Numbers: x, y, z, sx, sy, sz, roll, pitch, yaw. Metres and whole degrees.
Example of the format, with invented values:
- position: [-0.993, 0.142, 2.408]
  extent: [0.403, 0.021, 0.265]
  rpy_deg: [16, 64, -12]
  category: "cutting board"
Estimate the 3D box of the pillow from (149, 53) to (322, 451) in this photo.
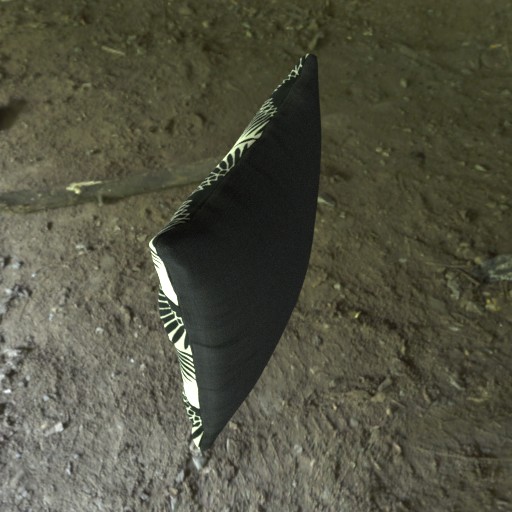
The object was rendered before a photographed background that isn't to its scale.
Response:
- position: [0.000, 0.000, 0.652]
  extent: [0.139, 0.432, 0.432]
  rpy_deg: [16, 48, 15]
  category: "pillow"
